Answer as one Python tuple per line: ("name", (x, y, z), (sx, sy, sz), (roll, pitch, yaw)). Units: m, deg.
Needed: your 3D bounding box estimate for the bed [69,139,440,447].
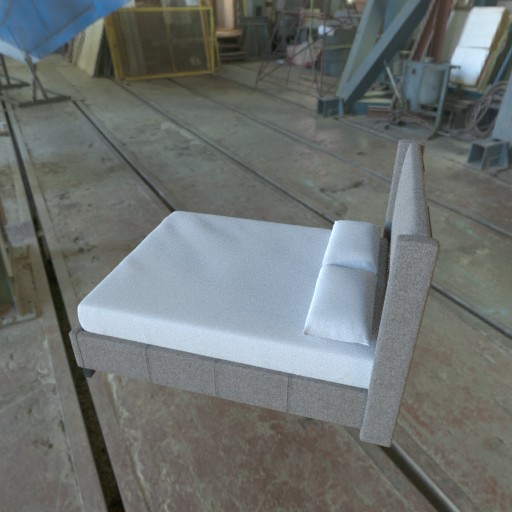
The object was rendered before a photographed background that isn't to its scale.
("bed", (0.000, 0.000, 3.368), (2.245, 1.481, 1.714), (8, 32, 13))
